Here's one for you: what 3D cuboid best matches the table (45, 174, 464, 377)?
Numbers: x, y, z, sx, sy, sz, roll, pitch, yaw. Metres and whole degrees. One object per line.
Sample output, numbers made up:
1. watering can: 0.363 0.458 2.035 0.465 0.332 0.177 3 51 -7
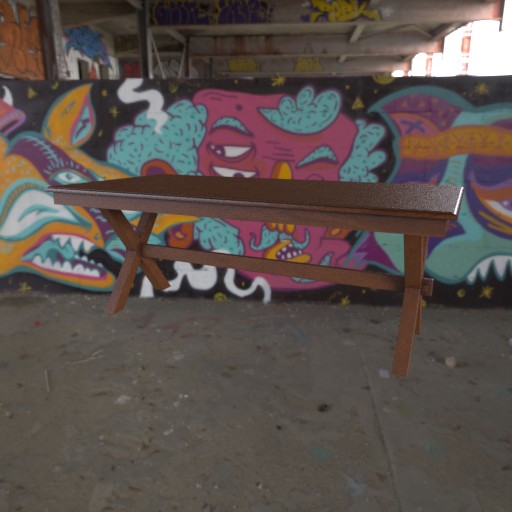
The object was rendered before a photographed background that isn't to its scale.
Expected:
1. table: 0.000 0.000 1.470 1.197 0.459 0.594 7 16 25
